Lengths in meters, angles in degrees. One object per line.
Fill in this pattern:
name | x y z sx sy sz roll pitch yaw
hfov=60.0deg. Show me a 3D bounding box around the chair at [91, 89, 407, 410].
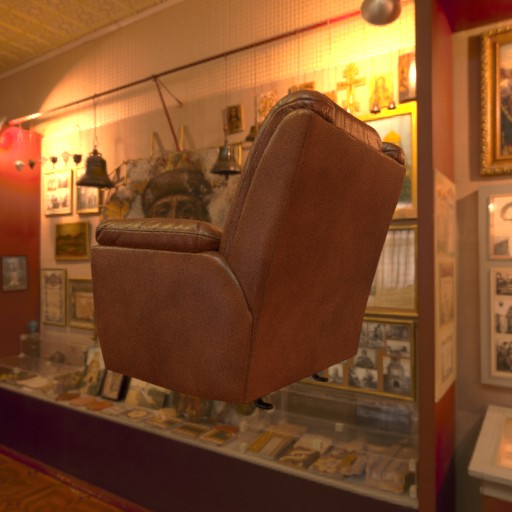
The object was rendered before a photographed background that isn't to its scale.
chair | 0.000 0.000 1.902 1.041 1.093 0.990 0 -1 35
